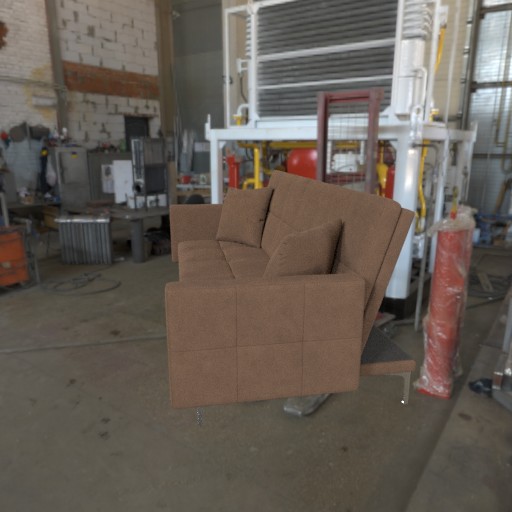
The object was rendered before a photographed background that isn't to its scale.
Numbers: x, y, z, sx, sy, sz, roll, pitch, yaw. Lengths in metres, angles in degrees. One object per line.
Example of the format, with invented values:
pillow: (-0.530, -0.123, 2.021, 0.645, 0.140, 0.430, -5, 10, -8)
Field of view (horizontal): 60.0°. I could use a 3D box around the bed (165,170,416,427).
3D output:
bed: (0.000, 0.000, 2.315, 0.889, 0.787, 1.905, -3, 14, -10)
